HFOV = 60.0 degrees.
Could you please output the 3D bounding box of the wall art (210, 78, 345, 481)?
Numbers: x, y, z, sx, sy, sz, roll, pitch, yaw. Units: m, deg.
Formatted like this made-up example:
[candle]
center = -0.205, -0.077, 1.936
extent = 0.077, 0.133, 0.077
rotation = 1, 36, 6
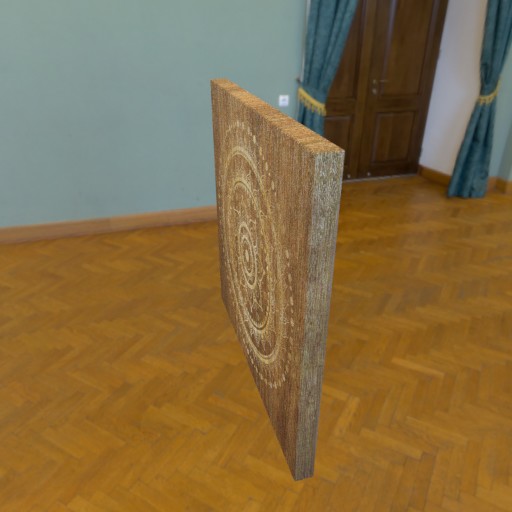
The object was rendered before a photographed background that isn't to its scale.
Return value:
[wall art]
center = 0.000, 0.000, 0.909
extent = 0.042, 0.608, 0.611
rotation = -8, 30, -14
